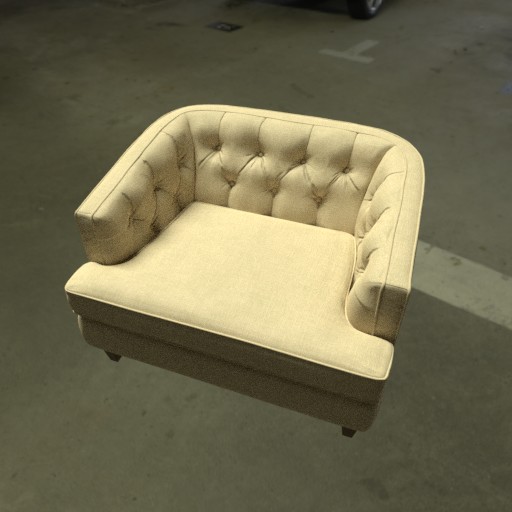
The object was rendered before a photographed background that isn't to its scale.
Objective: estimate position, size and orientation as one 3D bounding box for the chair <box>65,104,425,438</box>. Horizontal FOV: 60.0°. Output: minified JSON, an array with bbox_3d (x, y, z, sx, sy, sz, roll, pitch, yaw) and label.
[{"bbox_3d":[0.000,0.000,1.715,1.118,0.787,0.914,13,43,14],"label":"chair"}]
